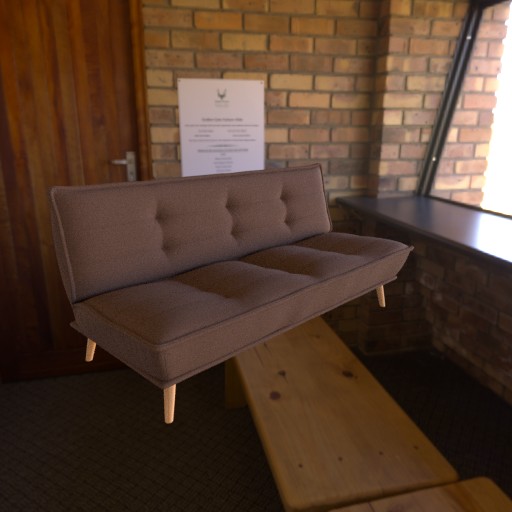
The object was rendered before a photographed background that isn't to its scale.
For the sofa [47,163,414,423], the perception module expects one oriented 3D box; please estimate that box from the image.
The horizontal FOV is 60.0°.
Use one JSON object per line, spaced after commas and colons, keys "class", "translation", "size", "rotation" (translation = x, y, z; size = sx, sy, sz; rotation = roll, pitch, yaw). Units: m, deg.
{"class": "sofa", "translation": [0.000, 0.000, 2.464], "size": [0.950, 0.890, 1.940], "rotation": [15, 22, 42]}
